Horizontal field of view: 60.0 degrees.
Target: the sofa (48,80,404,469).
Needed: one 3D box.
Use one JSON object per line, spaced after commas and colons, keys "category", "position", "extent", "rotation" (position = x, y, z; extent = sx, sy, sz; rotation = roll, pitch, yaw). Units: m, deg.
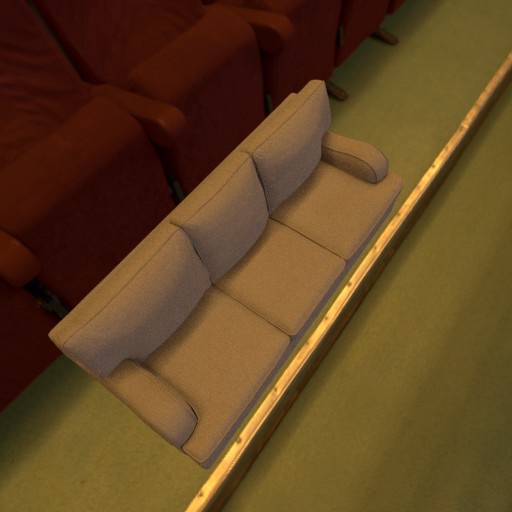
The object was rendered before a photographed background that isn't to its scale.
{"category": "sofa", "position": [0.000, 0.000, 2.830], "extent": [1.016, 0.991, 2.323], "rotation": [32, 65, 17]}
